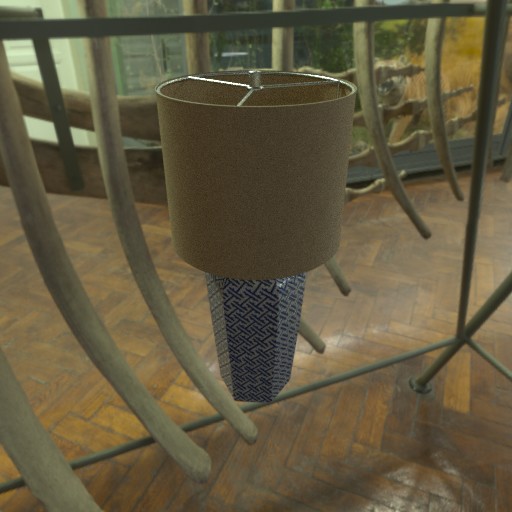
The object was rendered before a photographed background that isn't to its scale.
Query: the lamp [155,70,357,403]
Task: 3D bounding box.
[{"bbox_3d":[0.000,0.000,0.878,0.320,0.682,0.320,-11,32,-18],"label":"lamp"}]
